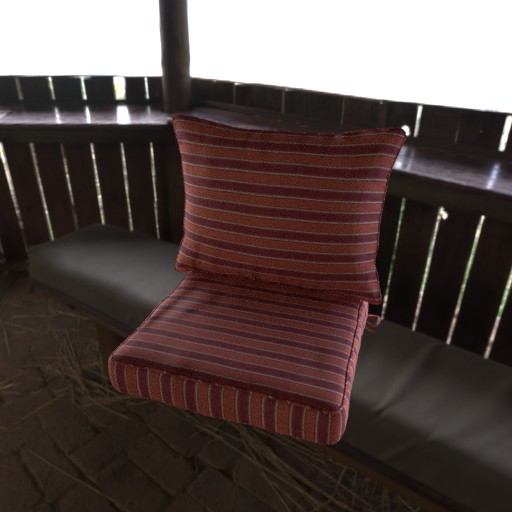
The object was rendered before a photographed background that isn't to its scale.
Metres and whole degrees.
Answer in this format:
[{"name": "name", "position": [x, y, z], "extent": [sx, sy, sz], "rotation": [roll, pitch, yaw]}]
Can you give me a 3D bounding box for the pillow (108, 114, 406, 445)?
[{"name": "pillow", "position": [0.000, 0.000, 1.377], "extent": [0.799, 0.723, 0.733], "rotation": [8, 28, 16]}]
